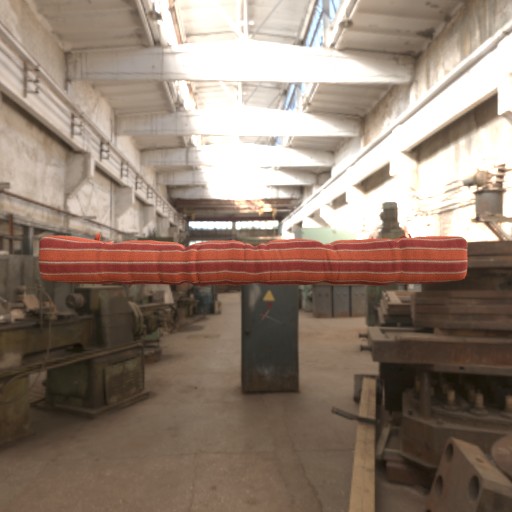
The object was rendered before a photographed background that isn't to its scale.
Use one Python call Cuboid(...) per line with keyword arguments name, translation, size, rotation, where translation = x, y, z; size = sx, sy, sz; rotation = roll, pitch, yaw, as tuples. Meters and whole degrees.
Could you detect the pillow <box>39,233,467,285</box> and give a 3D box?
Cuboid(name="pillow", translation=(0.000, 0.000, 1.391), size=(1.194, 0.174, 0.511), rotation=(0, -1, -1))
